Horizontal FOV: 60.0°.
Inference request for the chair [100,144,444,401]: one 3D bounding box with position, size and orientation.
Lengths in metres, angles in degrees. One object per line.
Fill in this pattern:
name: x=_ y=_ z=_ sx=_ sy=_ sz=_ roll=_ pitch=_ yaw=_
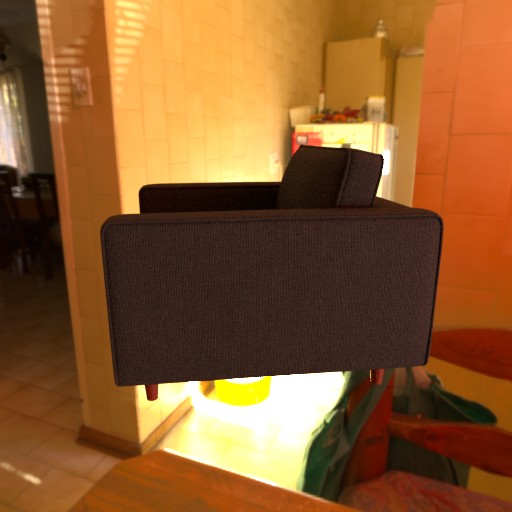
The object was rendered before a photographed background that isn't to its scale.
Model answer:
chair: x=0.000 y=0.000 z=1.594 sx=0.919 sy=0.770 sz=0.899 roll=-2 pitch=15 yaw=-7
